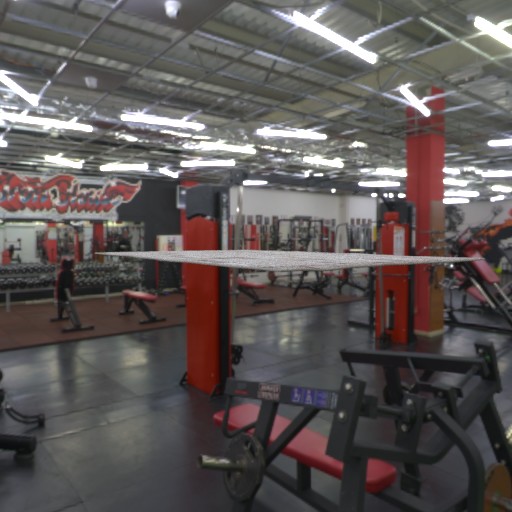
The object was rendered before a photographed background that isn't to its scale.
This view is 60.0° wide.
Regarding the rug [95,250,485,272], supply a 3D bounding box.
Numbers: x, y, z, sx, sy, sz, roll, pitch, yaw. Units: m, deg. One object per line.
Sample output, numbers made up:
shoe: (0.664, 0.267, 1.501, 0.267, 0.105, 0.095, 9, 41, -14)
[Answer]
rug: (0.000, 0.000, 3.112, 1.531, 0.023, 2.444, -2, 3, -36)
